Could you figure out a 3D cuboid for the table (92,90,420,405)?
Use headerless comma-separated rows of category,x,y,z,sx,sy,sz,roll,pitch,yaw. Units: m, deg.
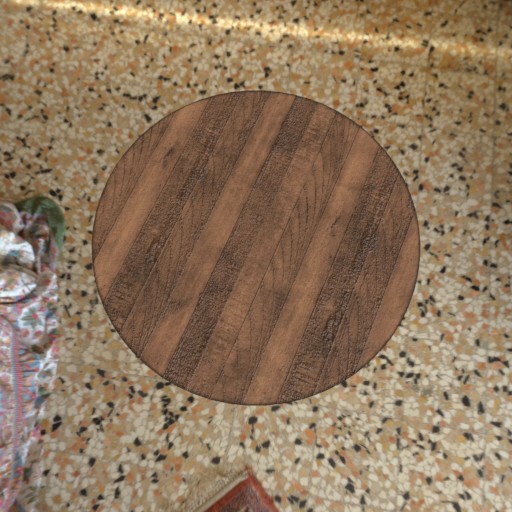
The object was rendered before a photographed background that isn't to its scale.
table,0.000,0.000,1.356,0.837,0.462,0.837,0,75,0
